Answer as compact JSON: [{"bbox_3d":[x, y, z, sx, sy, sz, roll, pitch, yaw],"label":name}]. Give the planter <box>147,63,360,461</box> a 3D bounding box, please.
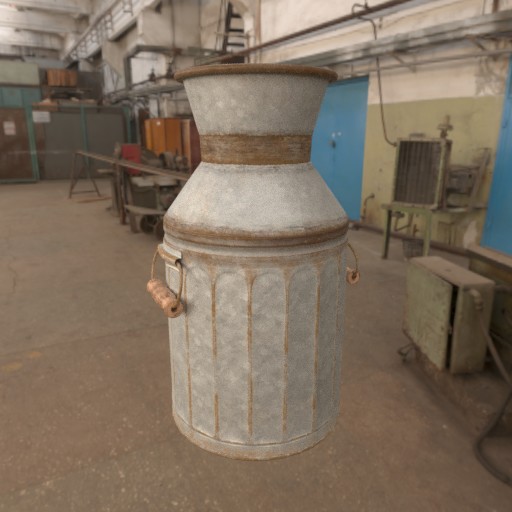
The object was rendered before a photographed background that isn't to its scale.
[{"bbox_3d":[0.000,0.000,0.520,0.245,0.396,0.214,-8,18,-26],"label":"planter"}]
